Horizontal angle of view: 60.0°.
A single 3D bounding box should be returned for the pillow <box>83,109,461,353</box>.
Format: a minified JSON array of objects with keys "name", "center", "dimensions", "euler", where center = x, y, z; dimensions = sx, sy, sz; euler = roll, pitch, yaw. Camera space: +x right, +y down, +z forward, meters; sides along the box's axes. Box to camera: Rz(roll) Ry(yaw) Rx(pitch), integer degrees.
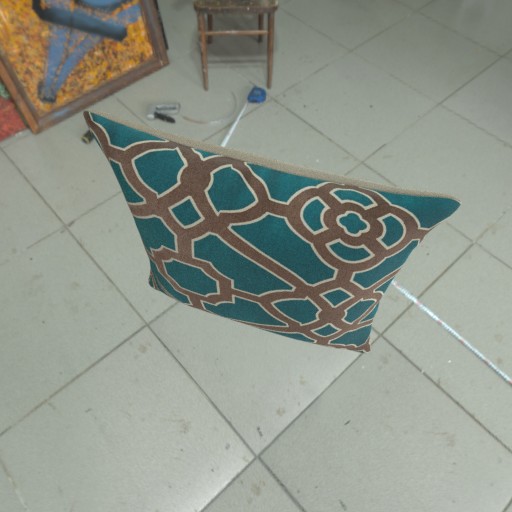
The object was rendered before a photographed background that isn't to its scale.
[{"name":"pillow","center":[0.000,0.000,0.795],"dimensions":[0.526,0.507,0.166],"euler":[16,59,10]}]
